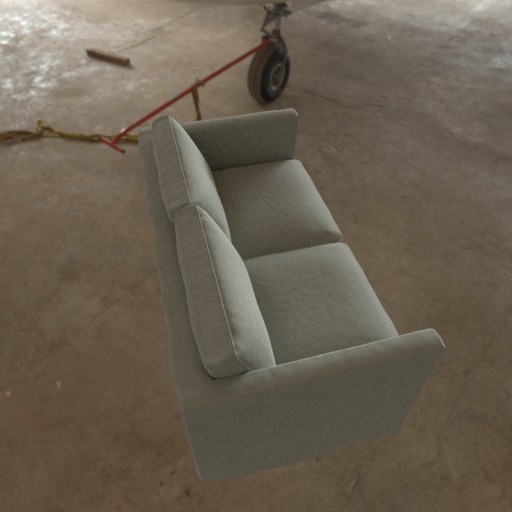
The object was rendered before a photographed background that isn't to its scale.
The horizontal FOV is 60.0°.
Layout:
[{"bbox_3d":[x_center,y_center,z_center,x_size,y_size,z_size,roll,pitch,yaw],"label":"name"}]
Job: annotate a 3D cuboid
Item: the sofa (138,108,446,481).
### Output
[{"bbox_3d":[0.000,0.000,2.200,0.944,0.830,1.727,-11,48,-10],"label":"sofa"}]
